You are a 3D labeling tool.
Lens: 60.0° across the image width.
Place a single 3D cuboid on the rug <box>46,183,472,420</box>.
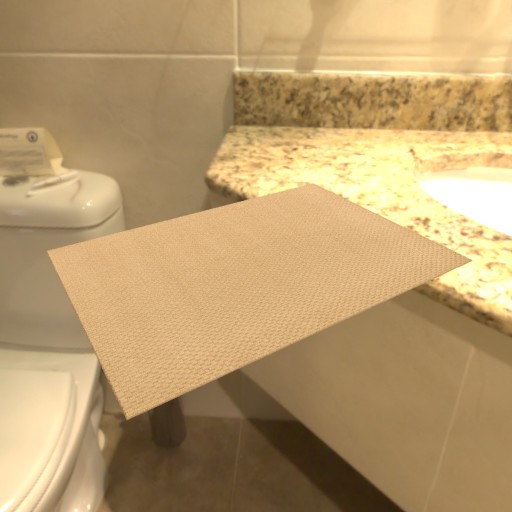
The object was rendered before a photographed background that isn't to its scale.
[{"bbox_3d":[0.000,0.000,2.726,2.144,0.013,1.509,-18,35,-28],"label":"rug"}]
